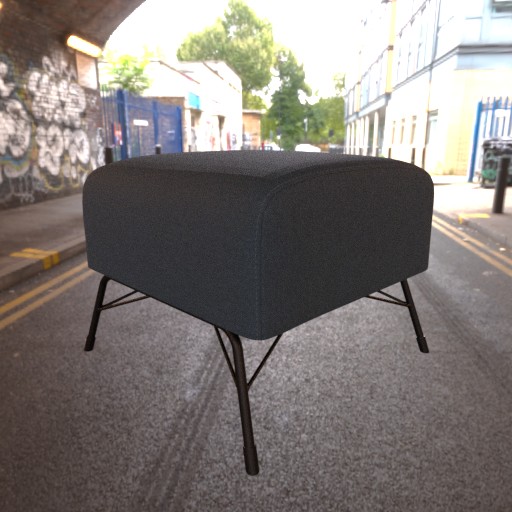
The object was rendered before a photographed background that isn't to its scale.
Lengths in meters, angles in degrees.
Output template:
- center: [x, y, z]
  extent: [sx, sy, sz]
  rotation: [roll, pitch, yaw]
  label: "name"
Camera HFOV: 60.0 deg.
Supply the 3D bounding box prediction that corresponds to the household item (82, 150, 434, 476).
- center: [0.000, 0.000, 0.902]
  extent: [0.530, 0.420, 0.530]
  rotation: [-14, 20, -43]
  label: "household item"
